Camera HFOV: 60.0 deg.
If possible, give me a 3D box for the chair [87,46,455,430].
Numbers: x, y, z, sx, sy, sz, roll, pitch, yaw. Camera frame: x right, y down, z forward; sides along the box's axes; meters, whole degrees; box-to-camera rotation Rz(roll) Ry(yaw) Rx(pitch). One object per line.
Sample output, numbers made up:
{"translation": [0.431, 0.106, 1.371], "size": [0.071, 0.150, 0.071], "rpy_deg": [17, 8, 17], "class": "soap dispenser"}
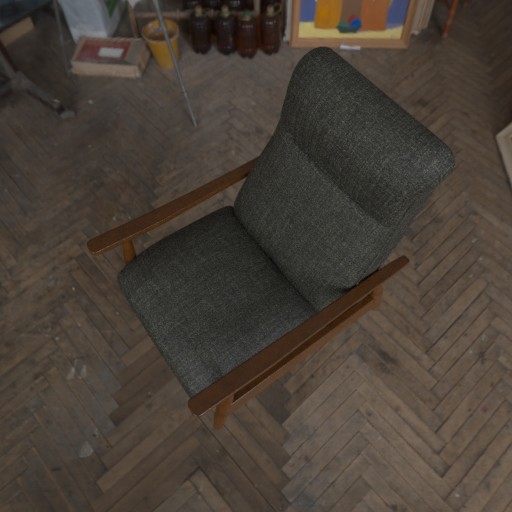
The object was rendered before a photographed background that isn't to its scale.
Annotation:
{"translation": [0.000, 0.000, 1.709], "size": [1.014, 1.082, 0.762], "rpy_deg": [-33, 67, -16], "class": "chair"}
